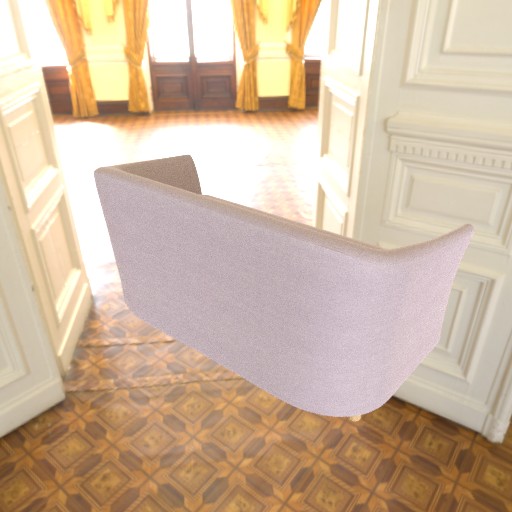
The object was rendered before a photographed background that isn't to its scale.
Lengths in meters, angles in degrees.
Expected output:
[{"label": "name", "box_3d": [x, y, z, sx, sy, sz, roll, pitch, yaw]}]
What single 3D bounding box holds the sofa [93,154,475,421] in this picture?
[{"label": "sofa", "box_3d": [0.000, 0.000, 1.834, 1.452, 0.721, 0.705, 21, 35, 32]}]
